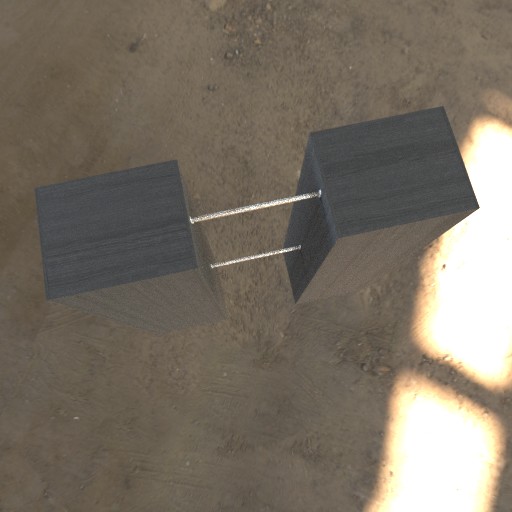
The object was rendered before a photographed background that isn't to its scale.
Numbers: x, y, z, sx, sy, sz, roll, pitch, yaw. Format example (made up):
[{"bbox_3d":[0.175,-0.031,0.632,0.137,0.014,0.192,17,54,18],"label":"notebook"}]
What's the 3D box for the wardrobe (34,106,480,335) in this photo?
[{"bbox_3d":[0.000,0.000,2.791,1.770,2.000,0.480,-12,76,-3],"label":"wardrobe"}]
